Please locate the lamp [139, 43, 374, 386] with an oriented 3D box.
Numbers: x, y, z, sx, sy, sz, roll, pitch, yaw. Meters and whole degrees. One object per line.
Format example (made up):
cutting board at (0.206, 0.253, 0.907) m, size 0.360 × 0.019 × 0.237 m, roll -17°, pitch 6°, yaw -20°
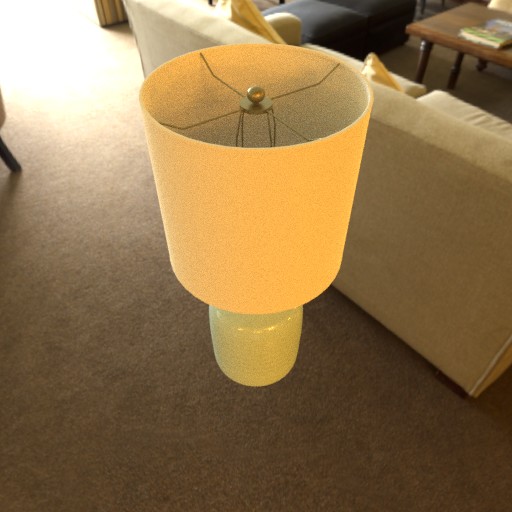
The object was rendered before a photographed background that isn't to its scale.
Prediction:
lamp at (0.000, 0.000, 1.110) m, size 0.418 × 0.871 × 0.418 m, roll 3°, pitch 46°, yaw 3°
